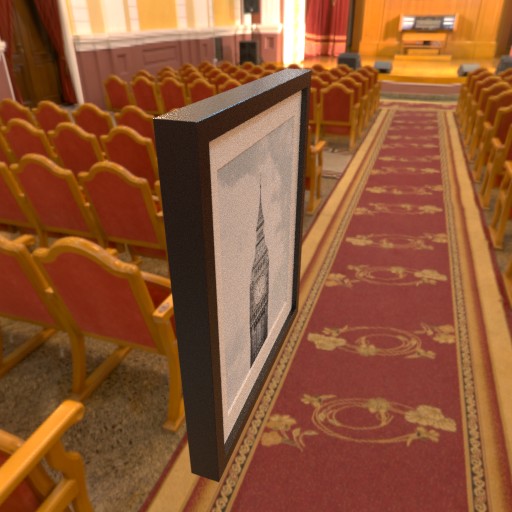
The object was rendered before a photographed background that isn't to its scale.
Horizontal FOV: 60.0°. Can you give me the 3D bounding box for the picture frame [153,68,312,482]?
[{"bbox_3d":[0.000,0.000,0.525,0.034,0.378,0.328,10,30,17],"label":"picture frame"}]
